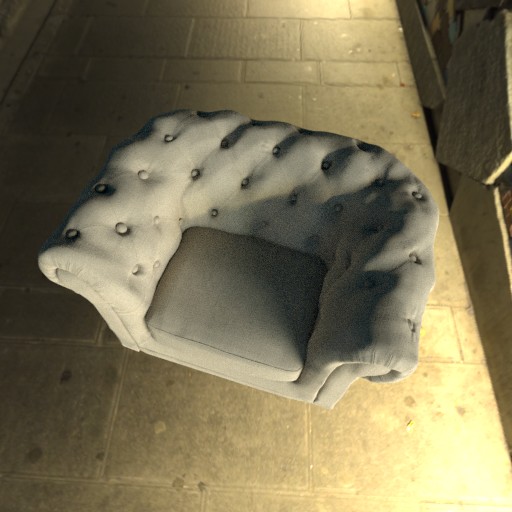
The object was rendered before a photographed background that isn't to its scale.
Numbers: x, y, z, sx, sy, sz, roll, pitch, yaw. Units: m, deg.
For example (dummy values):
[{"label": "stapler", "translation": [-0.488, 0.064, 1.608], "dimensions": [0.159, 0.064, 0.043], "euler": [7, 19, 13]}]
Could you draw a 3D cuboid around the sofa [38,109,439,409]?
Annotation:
[{"label": "sofa", "translation": [0.000, 0.000, 2.016], "dimensions": [1.405, 0.878, 1.034], "euler": [15, 59, 9]}]
